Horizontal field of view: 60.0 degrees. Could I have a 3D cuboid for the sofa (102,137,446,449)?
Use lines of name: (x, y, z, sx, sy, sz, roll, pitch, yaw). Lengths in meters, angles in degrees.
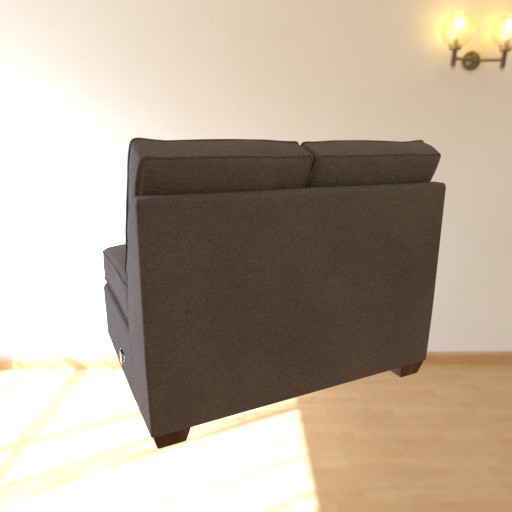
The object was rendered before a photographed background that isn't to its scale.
sofa: (0.000, 0.000, 1.984, 1.237, 1.008, 0.951, -7, 16, -26)
